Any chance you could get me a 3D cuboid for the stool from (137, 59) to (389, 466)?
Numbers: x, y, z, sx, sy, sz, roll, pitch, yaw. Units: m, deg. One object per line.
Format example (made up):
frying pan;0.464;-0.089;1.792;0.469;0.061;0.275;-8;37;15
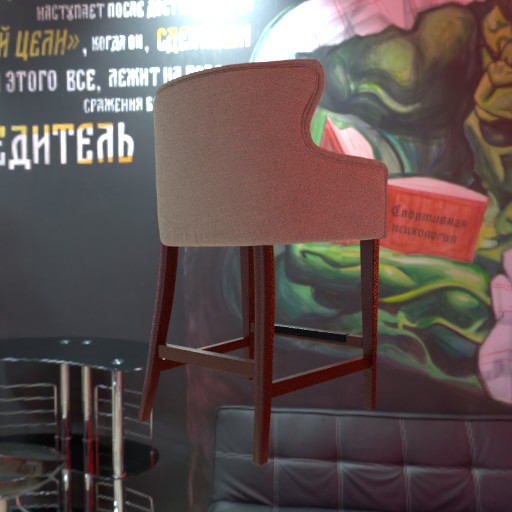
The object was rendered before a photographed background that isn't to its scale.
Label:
stool;0.000;0.000;1.379;0.615;0.987;0.637;1;1;39
